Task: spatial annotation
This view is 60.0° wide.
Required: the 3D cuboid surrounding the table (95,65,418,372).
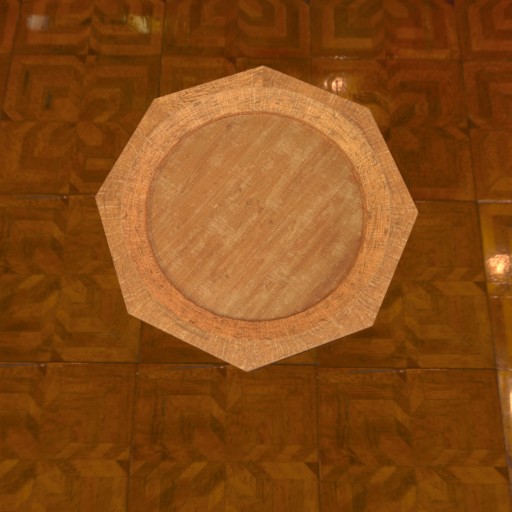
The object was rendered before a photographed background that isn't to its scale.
[{"bbox_3d":[0.000,0.000,0.864,0.437,0.553,0.437,3,76,1],"label":"table"}]
